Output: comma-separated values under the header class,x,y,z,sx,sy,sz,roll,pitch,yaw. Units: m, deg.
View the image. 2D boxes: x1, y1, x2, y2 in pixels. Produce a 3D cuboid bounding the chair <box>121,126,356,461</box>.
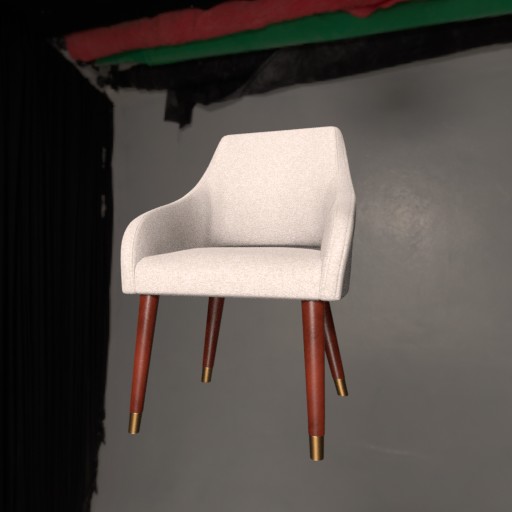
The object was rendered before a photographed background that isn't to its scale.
class,x,y,z,sx,sy,sz,roll,pitch,yaw
chair,0.000,0.000,1.324,0.609,0.889,0.600,0,1,18
